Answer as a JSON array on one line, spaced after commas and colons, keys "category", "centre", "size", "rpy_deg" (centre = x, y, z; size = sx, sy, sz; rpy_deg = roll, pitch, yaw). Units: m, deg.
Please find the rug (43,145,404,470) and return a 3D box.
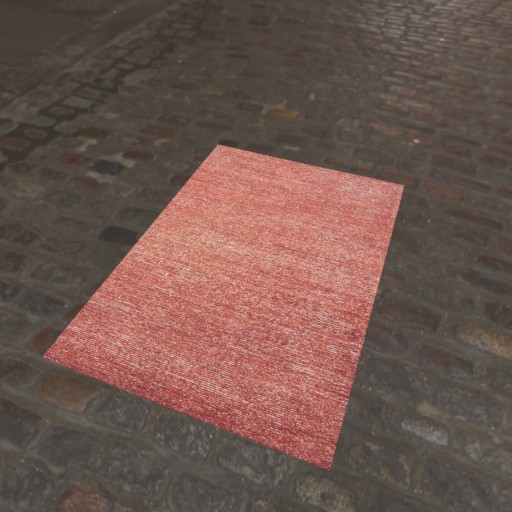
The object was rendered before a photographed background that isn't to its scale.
[{"category": "rug", "centre": [0.000, 0.000, 5.130], "size": [2.803, 0.025, 3.965], "rpy_deg": [16, 48, 15]}]
